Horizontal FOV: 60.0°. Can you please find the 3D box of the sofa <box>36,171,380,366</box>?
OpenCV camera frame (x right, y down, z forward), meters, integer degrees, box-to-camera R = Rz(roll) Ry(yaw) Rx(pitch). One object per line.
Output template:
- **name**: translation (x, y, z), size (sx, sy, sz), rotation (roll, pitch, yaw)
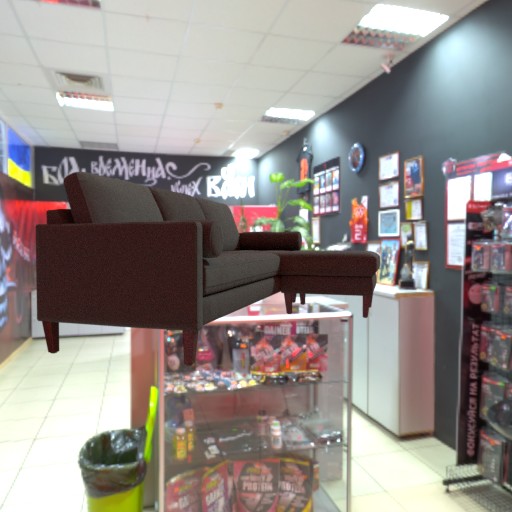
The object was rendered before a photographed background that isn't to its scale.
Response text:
- **sofa**: translation (0.000, 0.000, 2.881), size (1.506, 0.876, 2.178), rotation (1, 2, 17)
